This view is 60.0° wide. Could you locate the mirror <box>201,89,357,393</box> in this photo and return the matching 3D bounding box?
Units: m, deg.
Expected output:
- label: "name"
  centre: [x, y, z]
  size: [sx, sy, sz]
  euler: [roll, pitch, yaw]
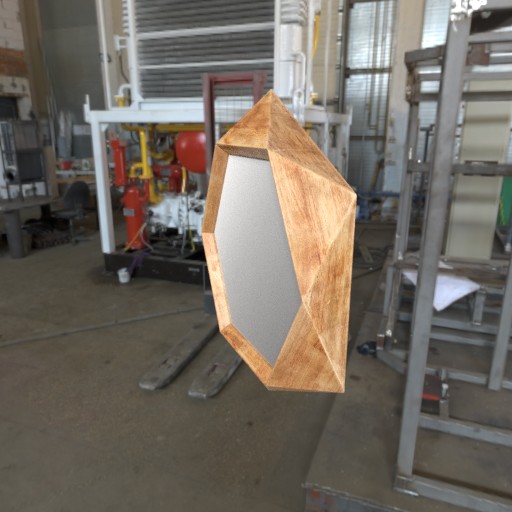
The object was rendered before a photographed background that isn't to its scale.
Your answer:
- label: "mirror"
  centre: [0.000, 0.000, 1.098]
  size: [0.091, 0.779, 0.675]
  euler: [-7, 18, -23]
